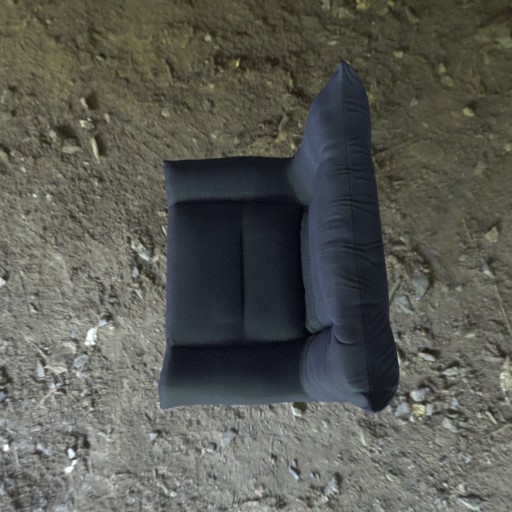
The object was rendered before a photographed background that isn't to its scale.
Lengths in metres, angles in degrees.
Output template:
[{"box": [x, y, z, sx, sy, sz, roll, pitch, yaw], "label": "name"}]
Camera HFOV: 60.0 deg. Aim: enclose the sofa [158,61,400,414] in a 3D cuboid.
[{"box": [0.000, 0.000, 1.691, 0.849, 0.778, 1.122, -2, 75, -1], "label": "sofa"}]
